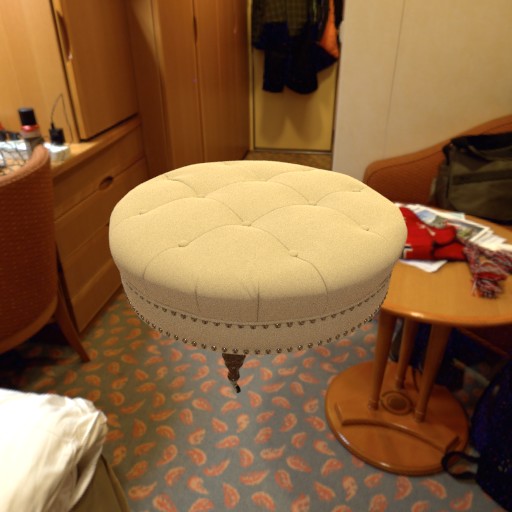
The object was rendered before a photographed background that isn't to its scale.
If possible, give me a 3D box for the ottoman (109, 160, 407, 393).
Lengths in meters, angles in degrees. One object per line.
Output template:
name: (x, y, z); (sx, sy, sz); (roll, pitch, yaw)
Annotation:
ottoman: (0.000, 0.000, 1.443); (0.901, 0.439, 0.901); (0, 29, 0)
